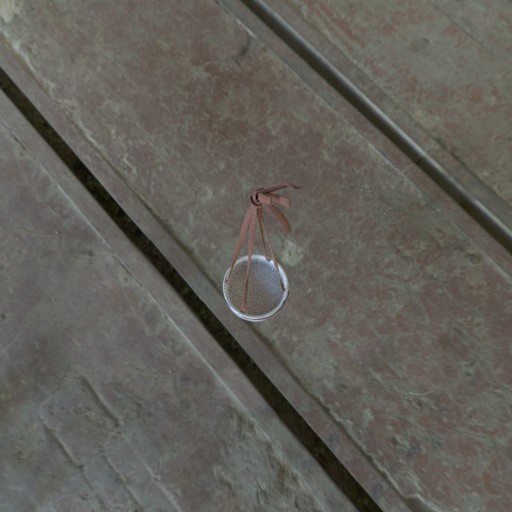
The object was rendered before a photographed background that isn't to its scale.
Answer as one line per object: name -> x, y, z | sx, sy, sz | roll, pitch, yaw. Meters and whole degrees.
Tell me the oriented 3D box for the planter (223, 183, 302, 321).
planter -> 0.000, 0.000, 0.813 | 0.166, 0.751, 0.166 | 3, 75, 1
